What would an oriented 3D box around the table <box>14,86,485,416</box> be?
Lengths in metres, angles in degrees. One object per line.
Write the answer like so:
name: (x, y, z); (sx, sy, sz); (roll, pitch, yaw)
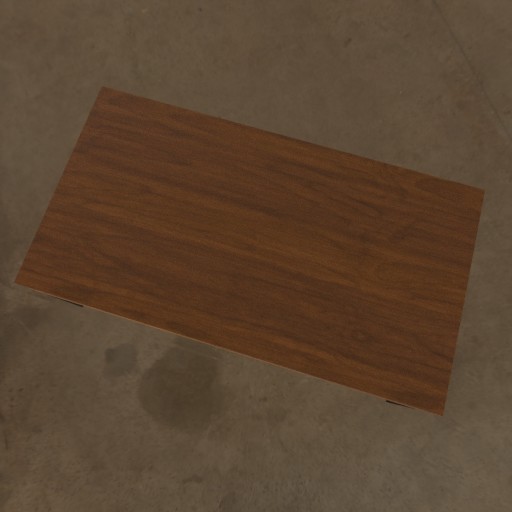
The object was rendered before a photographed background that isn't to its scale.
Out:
table: (0.000, 0.000, 1.308); (1.057, 0.414, 0.574); (16, 76, 4)
